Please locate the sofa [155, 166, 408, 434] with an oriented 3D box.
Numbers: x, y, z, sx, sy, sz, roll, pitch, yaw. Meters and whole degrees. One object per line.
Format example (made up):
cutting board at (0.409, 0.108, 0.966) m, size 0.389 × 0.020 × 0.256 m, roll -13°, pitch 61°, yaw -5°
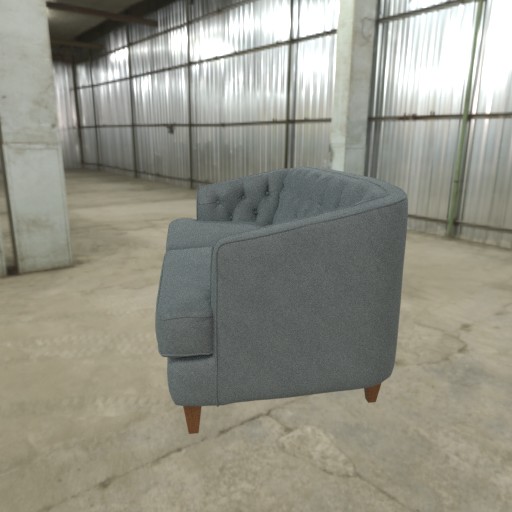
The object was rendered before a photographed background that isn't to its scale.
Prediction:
sofa at (0.000, 0.000, 2.290) m, size 0.941 × 0.855 × 1.733 m, roll -2°, pitch 15°, yaw -9°
